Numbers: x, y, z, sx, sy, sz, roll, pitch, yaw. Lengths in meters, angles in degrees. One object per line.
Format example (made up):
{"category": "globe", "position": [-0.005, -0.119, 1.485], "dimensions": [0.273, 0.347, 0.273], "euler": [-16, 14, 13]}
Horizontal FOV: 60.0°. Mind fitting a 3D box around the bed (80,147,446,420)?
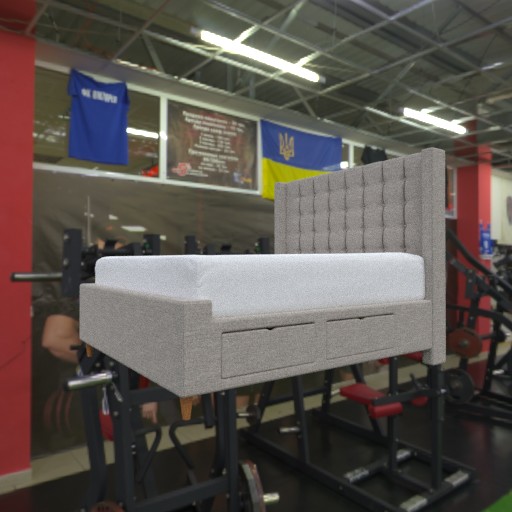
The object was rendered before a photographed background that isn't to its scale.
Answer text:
{"category": "bed", "position": [0.000, 0.000, 3.764], "dimensions": [2.372, 1.748, 2.044], "euler": [0, -1, -35]}
